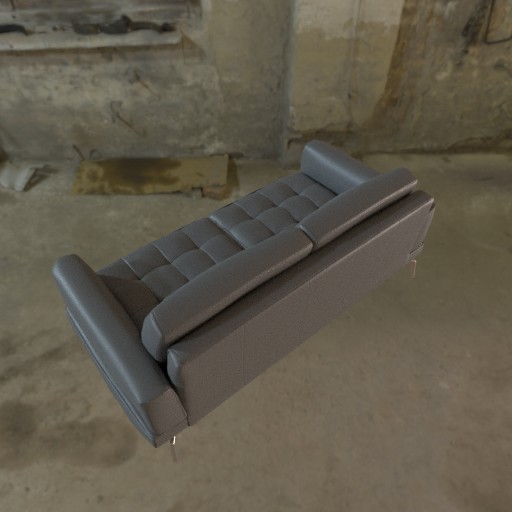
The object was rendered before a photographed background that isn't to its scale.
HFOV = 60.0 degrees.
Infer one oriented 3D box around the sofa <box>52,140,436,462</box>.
[{"bbox_3d":[0.000,0.000,2.724,2.177,0.930,1.121,-30,52,-27],"label":"sofa"}]
